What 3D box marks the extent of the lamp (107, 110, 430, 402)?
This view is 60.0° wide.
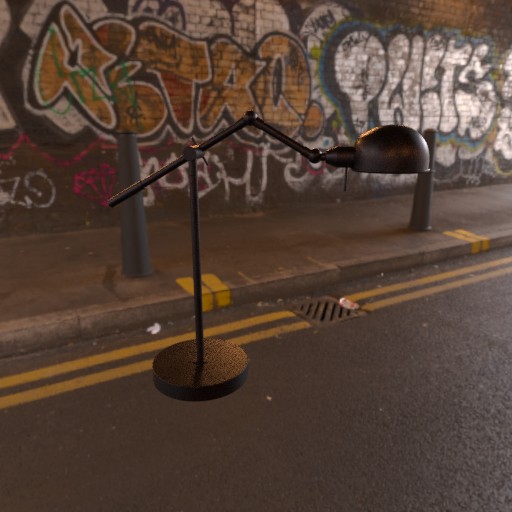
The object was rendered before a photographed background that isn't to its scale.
[{"bbox_3d":[0.000,0.000,0.789,0.567,0.495,0.185,3,17,9],"label":"lamp"}]
